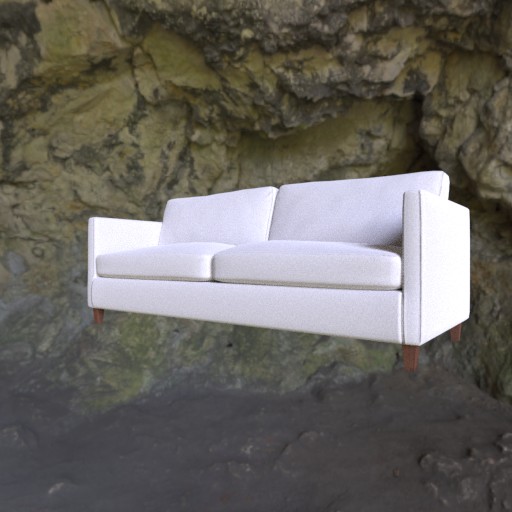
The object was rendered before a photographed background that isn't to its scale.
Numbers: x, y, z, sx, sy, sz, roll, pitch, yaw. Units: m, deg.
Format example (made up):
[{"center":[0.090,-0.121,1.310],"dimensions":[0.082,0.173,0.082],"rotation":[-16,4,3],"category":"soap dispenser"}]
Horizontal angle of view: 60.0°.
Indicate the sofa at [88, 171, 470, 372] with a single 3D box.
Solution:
[{"center":[0.000,0.000,2.844],"dimensions":[2.361,0.962,0.951],"rotation":[0,0,36],"category":"sofa"}]
